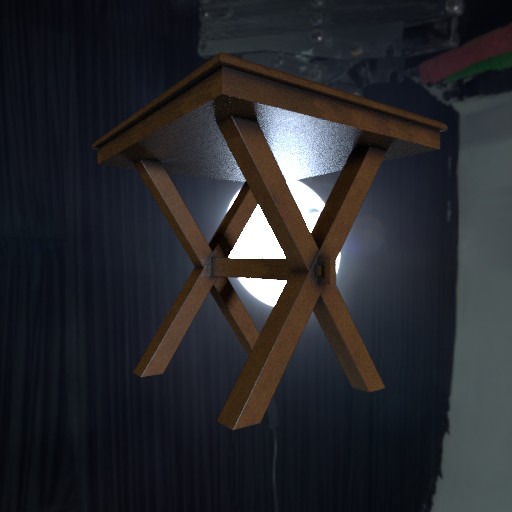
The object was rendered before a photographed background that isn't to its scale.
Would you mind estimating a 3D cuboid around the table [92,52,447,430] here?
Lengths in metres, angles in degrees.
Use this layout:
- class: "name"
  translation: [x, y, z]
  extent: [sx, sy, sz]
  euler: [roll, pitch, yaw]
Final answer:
- class: "table"
  translation: [0.000, 0.000, 1.013]
  extent: [0.560, 0.562, 0.602]
  euler: [0, 0, -36]
